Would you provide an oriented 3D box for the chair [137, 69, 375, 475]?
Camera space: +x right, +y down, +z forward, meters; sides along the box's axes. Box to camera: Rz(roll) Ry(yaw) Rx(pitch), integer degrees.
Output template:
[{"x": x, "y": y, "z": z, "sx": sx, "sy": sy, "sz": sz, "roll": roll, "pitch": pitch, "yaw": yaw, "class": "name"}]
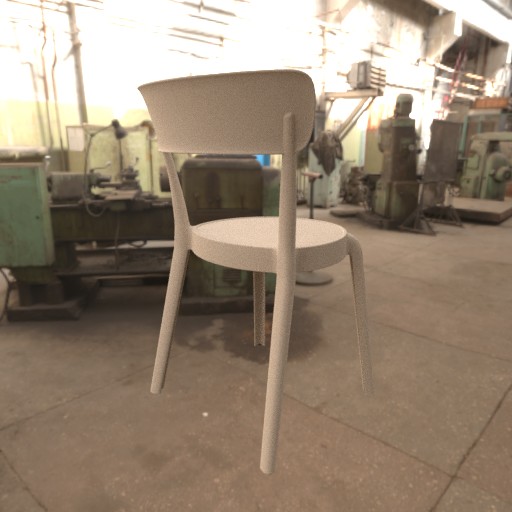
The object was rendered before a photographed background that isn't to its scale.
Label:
[{"x": 0.000, "y": 0.000, "z": 1.104, "sx": 0.506, "sy": 0.790, "sz": 0.491, "roll": 14, "pitch": 20, "yaw": 43, "class": "chair"}]
